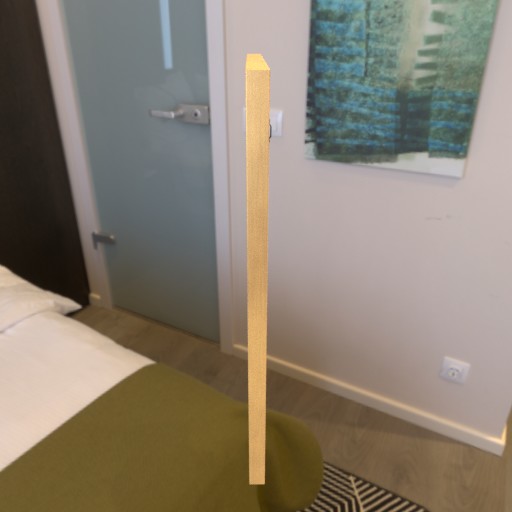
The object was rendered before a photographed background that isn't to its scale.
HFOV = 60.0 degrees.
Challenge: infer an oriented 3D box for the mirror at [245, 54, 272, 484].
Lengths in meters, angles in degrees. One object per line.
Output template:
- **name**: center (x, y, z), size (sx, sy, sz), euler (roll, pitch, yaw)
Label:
- **mirror**: center (0.000, 0.000, 1.127), size (0.041, 0.915, 0.609), euler (0, 26, -1)
